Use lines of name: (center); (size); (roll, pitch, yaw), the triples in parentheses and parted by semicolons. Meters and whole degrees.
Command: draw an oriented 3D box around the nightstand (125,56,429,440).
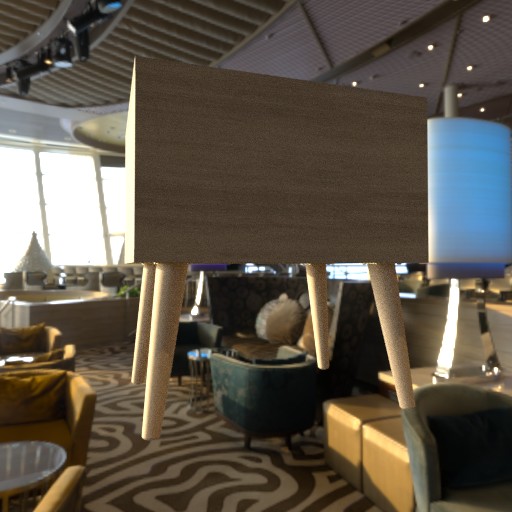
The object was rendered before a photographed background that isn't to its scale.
nightstand: (0.000, 0.000, 0.811); (0.450, 0.500, 0.380); (0, -1, -18)
